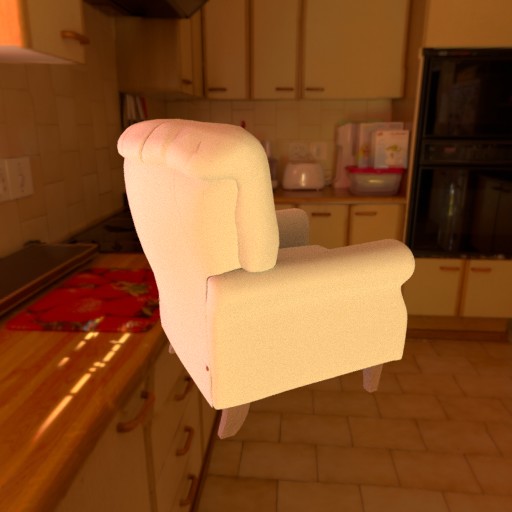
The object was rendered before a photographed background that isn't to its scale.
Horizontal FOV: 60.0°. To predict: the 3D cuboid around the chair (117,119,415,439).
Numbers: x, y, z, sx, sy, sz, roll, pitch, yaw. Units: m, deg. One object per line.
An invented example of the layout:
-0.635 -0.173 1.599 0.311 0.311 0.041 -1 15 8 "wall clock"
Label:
0.000 0.000 2.069 1.128 1.217 1.090 -8 18 -24 "chair"
